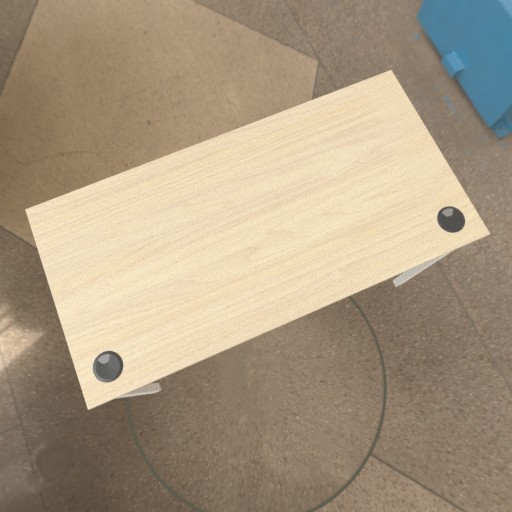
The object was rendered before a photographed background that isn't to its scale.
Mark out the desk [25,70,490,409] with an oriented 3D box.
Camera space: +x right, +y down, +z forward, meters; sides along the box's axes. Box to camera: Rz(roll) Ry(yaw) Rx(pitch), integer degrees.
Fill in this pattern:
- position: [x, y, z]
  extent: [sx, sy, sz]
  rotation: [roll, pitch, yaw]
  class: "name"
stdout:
- position: [0.000, 0.000, 1.635]
  extent: [1.200, 0.750, 0.600]
  rotation: [-23, 76, -6]
  class: "desk"
